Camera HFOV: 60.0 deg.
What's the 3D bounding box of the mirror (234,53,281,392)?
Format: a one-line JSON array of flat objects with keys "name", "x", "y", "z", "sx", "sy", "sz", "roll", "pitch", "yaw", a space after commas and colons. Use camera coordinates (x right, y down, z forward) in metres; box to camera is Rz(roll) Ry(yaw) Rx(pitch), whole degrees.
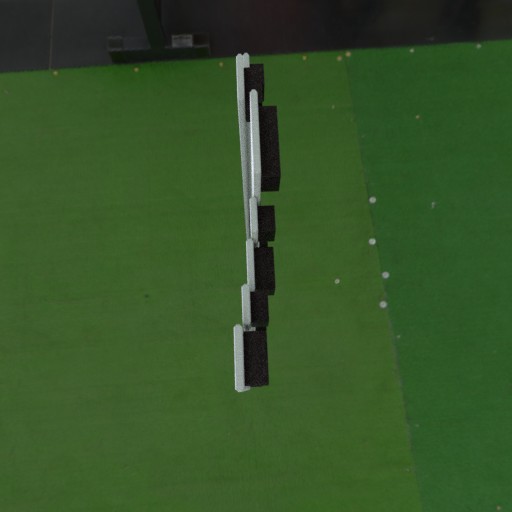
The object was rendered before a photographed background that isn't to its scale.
[{"name": "mirror", "x": 0.000, "y": 0.000, "z": 0.770, "sx": 0.058, "sy": 0.611, "sz": 0.445, "roll": -2, "pitch": 73, "yaw": -1}]
